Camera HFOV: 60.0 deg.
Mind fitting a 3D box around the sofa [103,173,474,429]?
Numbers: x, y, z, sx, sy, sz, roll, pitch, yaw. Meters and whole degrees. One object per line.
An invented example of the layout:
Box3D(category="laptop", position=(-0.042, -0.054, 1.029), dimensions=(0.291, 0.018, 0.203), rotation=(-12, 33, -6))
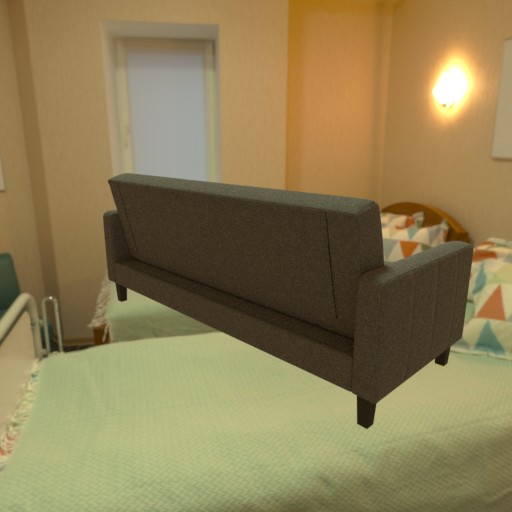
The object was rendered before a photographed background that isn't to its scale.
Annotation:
Box3D(category="sofa", position=(0.000, 0.000, 2.464), dimensions=(0.810, 0.850, 2.040), rotation=(-14, 20, -43))
